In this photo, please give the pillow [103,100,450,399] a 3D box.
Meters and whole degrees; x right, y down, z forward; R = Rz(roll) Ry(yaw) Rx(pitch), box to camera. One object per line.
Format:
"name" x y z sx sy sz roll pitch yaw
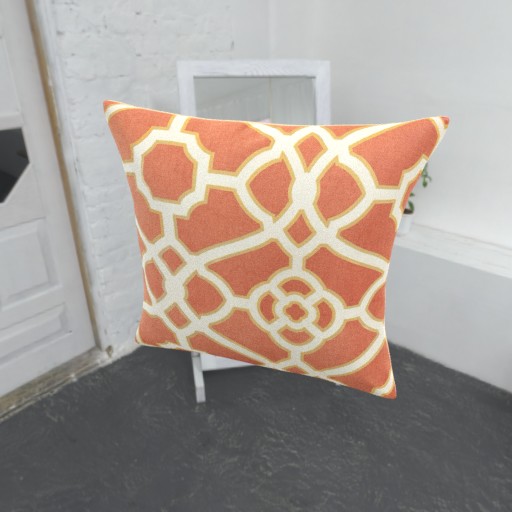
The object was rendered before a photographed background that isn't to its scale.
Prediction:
"pillow" 0.000 0.000 0.790 0.552 0.508 0.166 8 28 16
